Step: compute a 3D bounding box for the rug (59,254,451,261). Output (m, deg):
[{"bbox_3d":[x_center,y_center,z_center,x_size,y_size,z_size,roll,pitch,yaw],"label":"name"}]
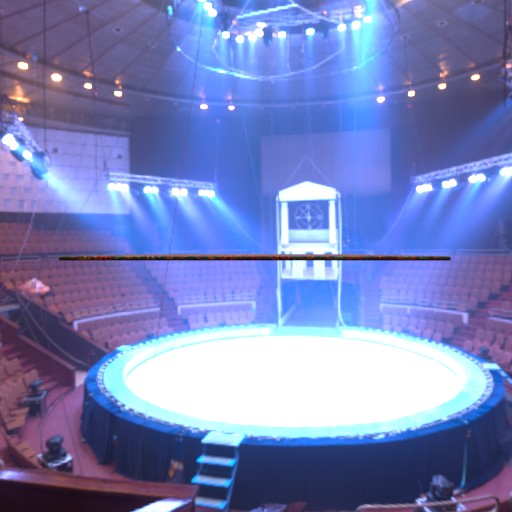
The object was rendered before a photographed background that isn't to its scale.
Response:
[{"bbox_3d":[0.000,0.000,2.284,1.216,0.014,1.836,0,0,0],"label":"rug"}]
